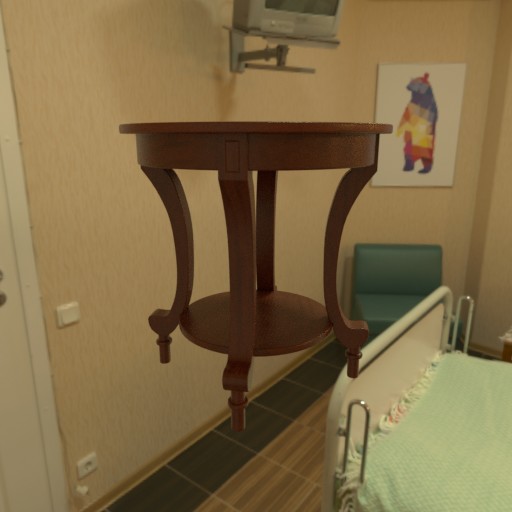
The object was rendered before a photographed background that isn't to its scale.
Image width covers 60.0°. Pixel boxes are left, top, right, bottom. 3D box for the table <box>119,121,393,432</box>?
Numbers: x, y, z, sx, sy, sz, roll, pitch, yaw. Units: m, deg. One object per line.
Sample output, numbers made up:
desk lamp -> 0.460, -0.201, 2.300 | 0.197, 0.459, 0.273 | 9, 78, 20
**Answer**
table -> 0.000, 0.000, 1.085 | 0.597, 0.612, 0.597 | 0, 15, 0
